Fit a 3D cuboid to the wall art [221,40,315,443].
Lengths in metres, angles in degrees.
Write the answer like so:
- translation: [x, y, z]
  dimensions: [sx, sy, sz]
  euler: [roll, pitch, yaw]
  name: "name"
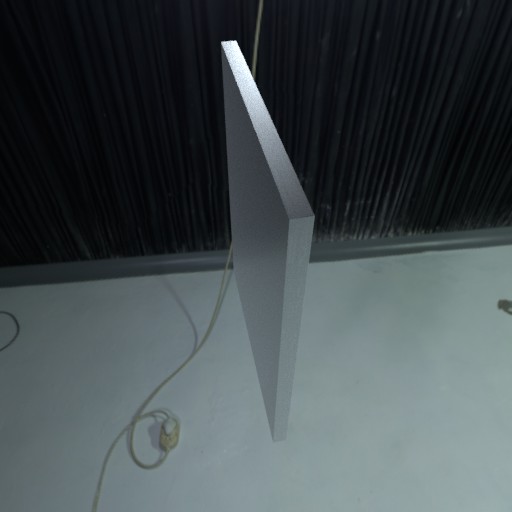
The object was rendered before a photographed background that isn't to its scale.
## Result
- translation: [0.000, 0.000, 0.787]
  dimensions: [0.025, 0.569, 0.444]
  euler: [-9, 47, -8]
  name: "wall art"
